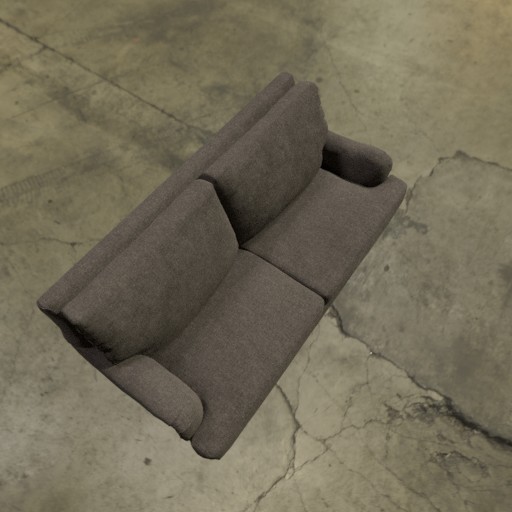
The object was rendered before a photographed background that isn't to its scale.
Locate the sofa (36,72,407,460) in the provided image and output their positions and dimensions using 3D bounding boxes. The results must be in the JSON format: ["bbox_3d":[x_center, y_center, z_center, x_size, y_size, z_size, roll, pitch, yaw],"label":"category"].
[{"bbox_3d":[0.000,0.000,2.743,1.087,1.054,2.160,32,65,17],"label":"sofa"}]
